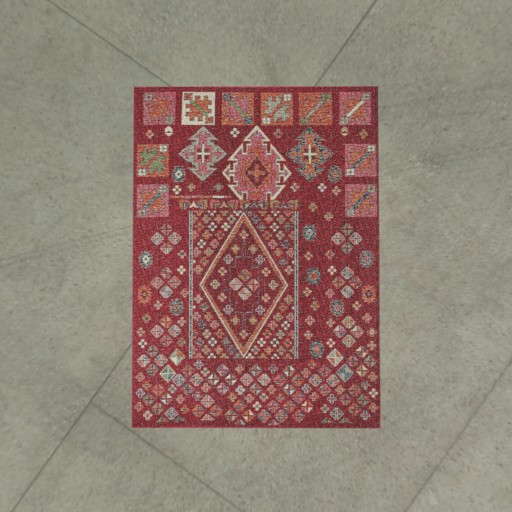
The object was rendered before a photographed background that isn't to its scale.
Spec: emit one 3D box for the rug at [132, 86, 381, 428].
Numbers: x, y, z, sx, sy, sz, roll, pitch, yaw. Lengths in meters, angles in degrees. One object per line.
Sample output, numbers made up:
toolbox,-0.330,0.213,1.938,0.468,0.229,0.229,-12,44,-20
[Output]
rug,0.000,0.000,2.831,1.579,0.007,2.184,0,89,0
